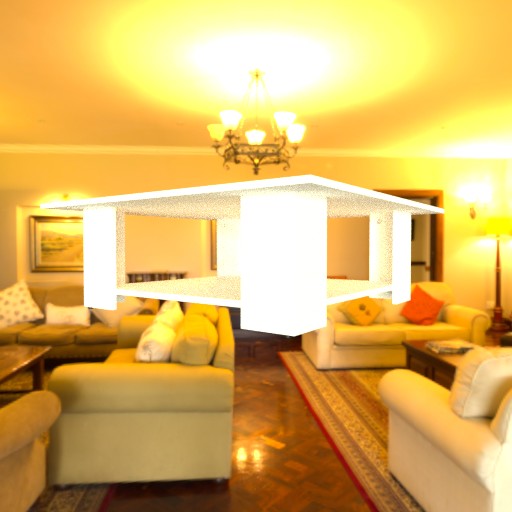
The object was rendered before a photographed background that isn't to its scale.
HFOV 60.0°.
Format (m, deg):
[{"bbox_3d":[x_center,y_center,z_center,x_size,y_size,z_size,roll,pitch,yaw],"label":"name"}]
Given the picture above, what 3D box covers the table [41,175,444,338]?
[{"bbox_3d":[0.000,0.000,1.376,0.890,0.305,0.890,1,2,37],"label":"table"}]
